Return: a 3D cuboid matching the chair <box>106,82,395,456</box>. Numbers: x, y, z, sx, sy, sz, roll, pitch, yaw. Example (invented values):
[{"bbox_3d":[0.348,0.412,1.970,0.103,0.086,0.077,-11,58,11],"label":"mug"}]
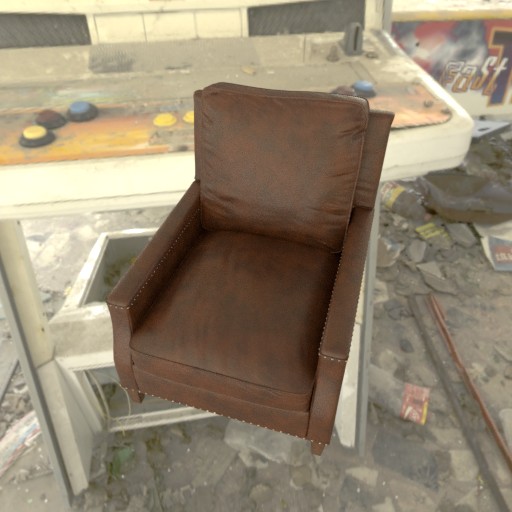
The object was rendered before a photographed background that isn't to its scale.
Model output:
[{"bbox_3d":[0.000,0.000,1.779,0.854,1.054,1.035,11,42,13],"label":"chair"}]
